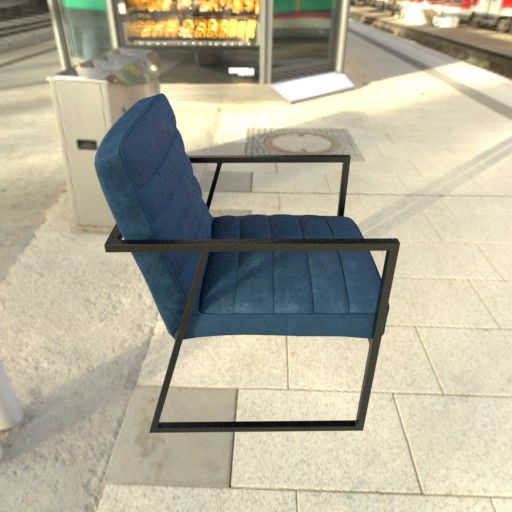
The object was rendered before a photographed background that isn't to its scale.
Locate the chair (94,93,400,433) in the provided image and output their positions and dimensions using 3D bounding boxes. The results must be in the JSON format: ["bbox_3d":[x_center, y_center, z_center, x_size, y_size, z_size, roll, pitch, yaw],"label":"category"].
[{"bbox_3d":[0.000,0.000,1.292,0.677,0.833,0.571,0,32,0],"label":"chair"}]
